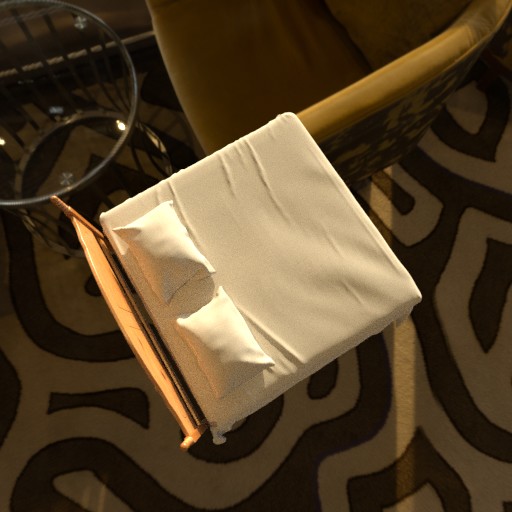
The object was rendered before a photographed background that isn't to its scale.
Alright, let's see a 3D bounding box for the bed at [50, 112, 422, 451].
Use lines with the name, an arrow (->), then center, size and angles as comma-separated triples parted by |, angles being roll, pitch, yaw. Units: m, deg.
bed -> 0.000, 0.000, 3.638 | 2.219, 1.355, 2.322 | -30, 78, -7
